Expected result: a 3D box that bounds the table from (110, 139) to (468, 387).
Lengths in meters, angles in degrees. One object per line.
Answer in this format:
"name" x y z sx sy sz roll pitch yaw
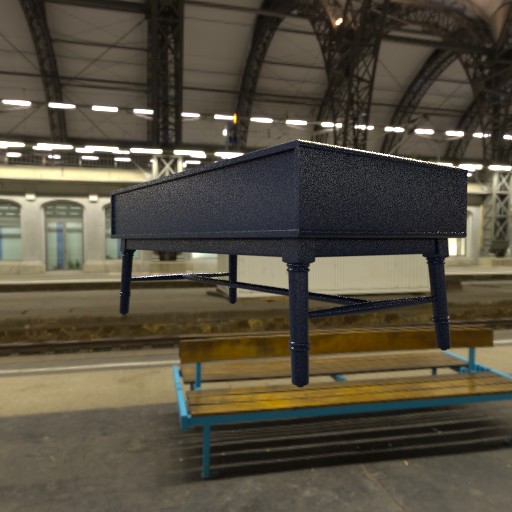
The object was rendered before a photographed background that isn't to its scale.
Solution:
"table" 0.000 0.000 1.385 0.572 0.457 1.067 -1 3 -35
